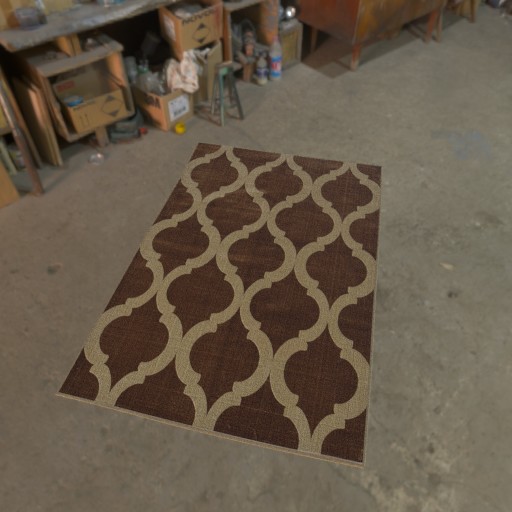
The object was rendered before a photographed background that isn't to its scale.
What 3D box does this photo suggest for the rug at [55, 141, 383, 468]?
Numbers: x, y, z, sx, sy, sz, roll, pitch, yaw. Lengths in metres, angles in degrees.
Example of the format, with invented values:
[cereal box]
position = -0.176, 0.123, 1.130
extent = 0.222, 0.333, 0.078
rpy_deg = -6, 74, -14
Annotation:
[rug]
position = 0.000, 0.000, 2.824
extent = 1.526, 0.014, 2.290
rpy_deg = 10, 48, 9
